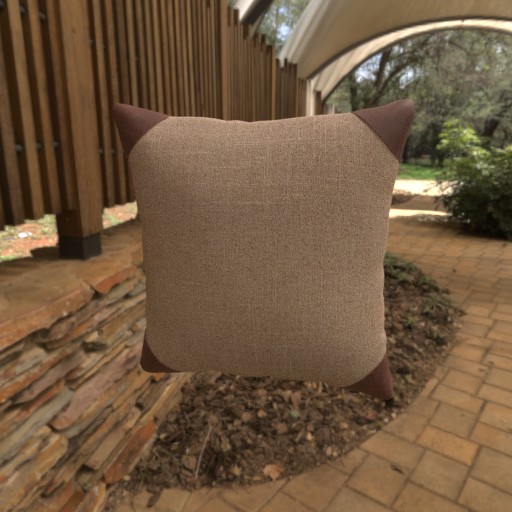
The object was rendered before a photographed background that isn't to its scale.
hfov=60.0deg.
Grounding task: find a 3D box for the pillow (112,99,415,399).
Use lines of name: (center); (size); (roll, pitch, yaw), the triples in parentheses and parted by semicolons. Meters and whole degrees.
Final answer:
pillow: (0.000, 0.000, 0.676); (0.437, 0.448, 0.147); (3, 15, 9)
